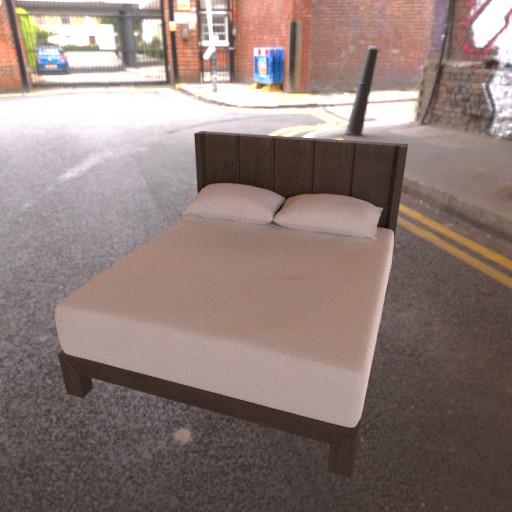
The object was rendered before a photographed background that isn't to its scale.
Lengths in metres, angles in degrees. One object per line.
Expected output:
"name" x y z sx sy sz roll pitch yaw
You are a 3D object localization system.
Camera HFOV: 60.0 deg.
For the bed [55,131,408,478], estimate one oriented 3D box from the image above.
"bed" 0.000 0.000 3.017 1.735 1.261 1.992 9 26 18
